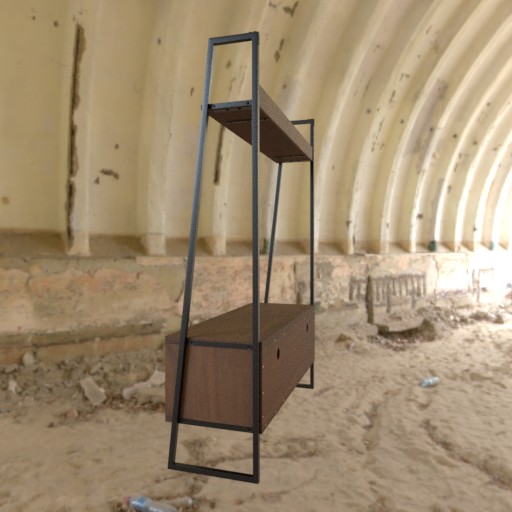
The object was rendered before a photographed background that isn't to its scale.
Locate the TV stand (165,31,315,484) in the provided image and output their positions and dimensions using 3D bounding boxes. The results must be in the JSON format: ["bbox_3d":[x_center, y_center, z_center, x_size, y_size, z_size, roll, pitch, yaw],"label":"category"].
[{"bbox_3d":[0.000,0.000,2.386,0.432,1.772,1.250,0,1,18],"label":"TV stand"}]
